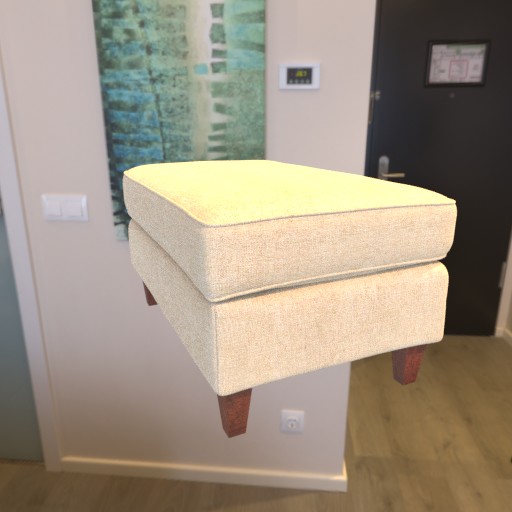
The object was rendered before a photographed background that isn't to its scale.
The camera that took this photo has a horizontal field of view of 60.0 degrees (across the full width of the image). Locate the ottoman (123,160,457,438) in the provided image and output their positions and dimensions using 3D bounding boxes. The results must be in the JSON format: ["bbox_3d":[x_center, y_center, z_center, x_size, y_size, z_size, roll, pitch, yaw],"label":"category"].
[{"bbox_3d":[0.000,0.000,1.237,0.583,0.484,0.862,-8,18,-24],"label":"ottoman"}]
